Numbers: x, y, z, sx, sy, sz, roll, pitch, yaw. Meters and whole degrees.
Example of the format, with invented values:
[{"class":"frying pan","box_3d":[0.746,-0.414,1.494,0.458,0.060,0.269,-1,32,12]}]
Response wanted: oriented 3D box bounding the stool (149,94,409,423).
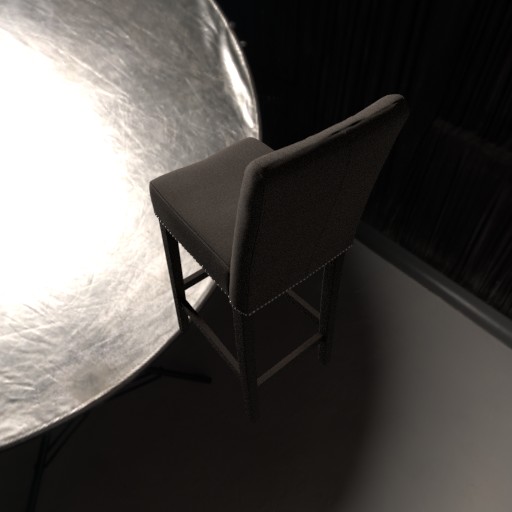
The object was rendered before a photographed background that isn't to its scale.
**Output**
[{"class":"stool","box_3d":[0.000,0.000,1.312,0.411,1.047,0.548,-31,53,-27]}]
